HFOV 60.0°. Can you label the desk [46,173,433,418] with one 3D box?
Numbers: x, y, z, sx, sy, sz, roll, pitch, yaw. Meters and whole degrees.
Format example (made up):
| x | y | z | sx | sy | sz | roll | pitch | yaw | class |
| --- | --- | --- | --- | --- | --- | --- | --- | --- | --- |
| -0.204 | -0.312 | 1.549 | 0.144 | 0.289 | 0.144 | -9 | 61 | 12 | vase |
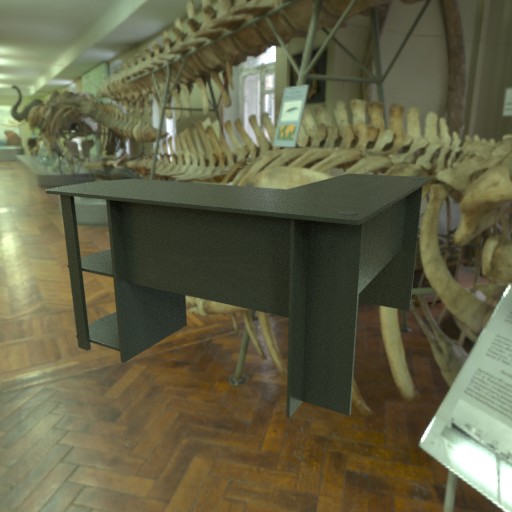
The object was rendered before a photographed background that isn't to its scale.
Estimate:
| x | y | z | sx | sy | sz | roll | pitch | yaw | class |
| --- | --- | --- | --- | --- | --- | --- | --- | --- | --- |
| 0.000 | 0.000 | 2.158 | 1.361 | 0.716 | 1.303 | 9 | 18 | 28 | desk |
